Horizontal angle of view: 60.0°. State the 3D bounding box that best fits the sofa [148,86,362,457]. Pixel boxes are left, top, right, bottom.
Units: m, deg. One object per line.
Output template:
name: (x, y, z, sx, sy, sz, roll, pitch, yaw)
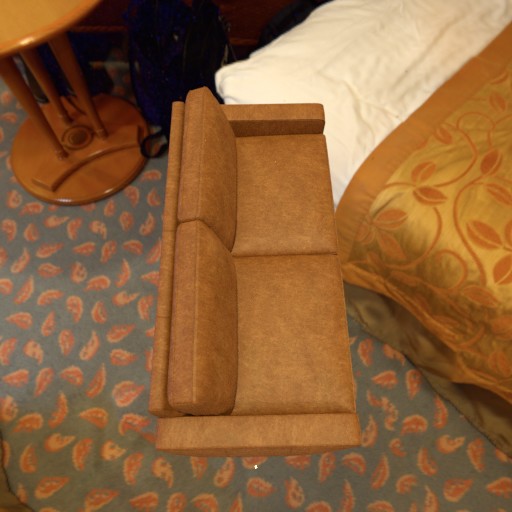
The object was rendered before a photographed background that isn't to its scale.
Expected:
sofa: (0.000, 0.000, 2.620, 0.991, 0.928, 2.156, -1, 65, -1)
